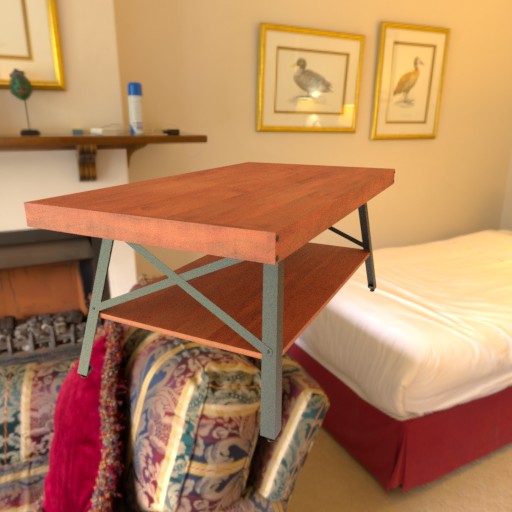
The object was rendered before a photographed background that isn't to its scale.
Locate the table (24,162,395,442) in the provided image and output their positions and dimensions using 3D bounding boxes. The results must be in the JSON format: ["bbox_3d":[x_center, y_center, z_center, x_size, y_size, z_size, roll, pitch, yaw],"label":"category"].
[{"bbox_3d":[0.000,0.000,1.366,0.610,0.457,1.067,8,19,25],"label":"table"}]
